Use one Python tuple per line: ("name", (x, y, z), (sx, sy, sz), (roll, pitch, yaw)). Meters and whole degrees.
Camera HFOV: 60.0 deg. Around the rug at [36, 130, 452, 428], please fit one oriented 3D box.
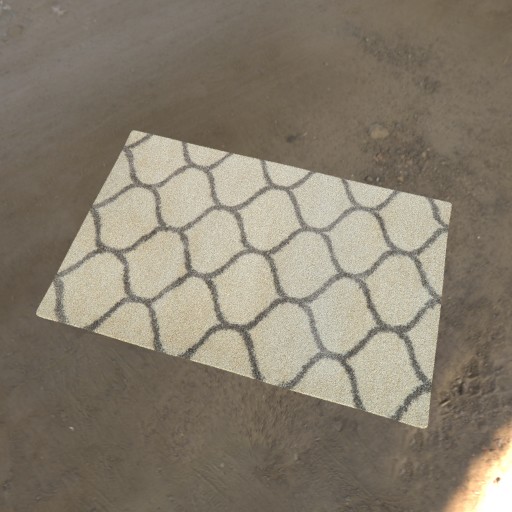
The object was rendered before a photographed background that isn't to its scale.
("rug", (0.000, 0.000, 2.851), (2.348, 0.024, 1.501), (14, 65, 7))
